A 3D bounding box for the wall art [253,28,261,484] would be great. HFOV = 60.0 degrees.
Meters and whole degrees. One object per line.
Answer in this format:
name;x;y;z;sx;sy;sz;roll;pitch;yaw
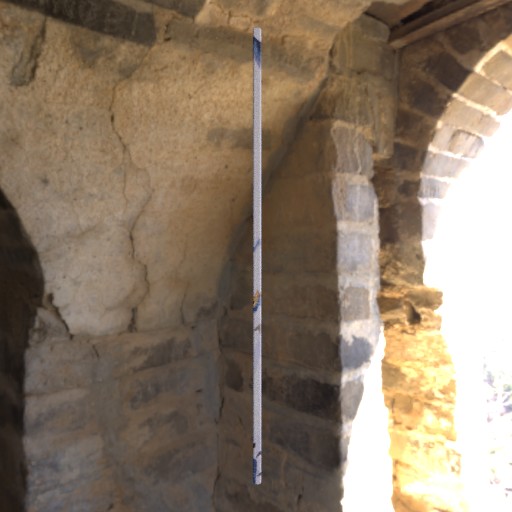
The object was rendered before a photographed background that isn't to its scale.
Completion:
wall art;0.000;0.000;1.188;0.016;0.914;0.610;0;0;0
